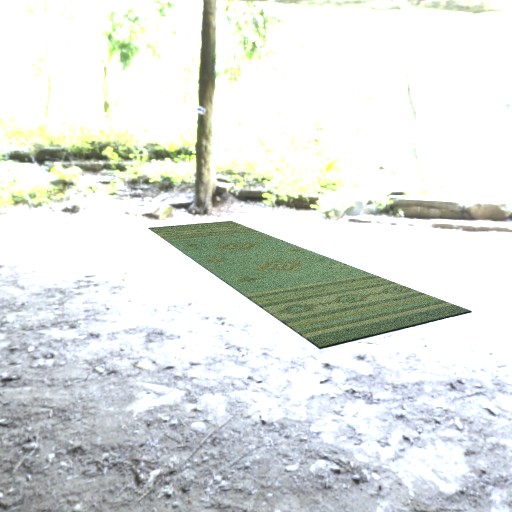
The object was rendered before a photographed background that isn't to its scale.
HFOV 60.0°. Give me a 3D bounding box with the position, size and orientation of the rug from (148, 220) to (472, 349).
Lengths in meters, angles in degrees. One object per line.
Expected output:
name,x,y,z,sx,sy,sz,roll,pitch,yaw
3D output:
rug,0.000,0.000,2.698,0.744,0.010,2.441,-7,16,-26
